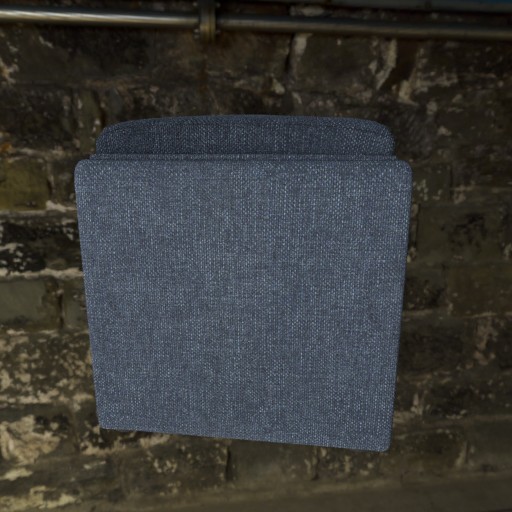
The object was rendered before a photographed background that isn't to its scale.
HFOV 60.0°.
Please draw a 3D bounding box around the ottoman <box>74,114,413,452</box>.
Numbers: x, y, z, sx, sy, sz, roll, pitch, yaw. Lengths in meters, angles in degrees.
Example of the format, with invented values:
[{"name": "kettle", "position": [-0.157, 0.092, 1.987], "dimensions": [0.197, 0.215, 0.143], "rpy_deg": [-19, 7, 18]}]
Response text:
[{"name": "ottoman", "position": [0.000, 0.000, 0.822], "dimensions": [0.454, 0.493, 0.436], "rpy_deg": [2, 14, 7]}]
